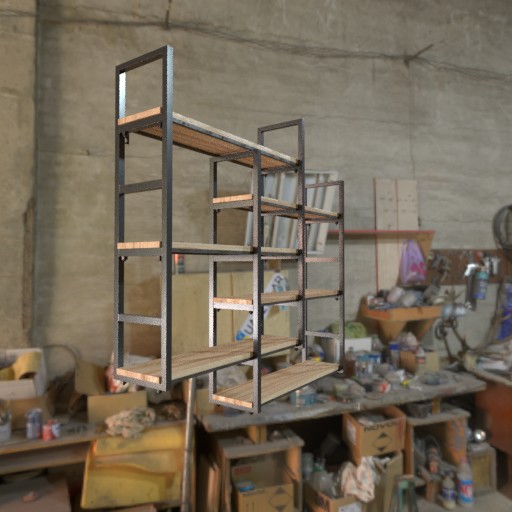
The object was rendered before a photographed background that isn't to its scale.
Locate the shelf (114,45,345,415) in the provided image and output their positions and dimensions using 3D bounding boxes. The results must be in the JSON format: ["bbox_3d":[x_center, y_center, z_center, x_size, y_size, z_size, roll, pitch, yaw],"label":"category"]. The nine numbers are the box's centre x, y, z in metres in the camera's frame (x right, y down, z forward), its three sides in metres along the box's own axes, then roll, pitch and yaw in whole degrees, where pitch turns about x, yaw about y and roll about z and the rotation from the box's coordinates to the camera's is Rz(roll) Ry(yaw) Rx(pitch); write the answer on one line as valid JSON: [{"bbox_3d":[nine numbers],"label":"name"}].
[{"bbox_3d":[0.000,0.000,1.410,0.183,0.921,0.946,-1,-1,35],"label":"shelf"}]
